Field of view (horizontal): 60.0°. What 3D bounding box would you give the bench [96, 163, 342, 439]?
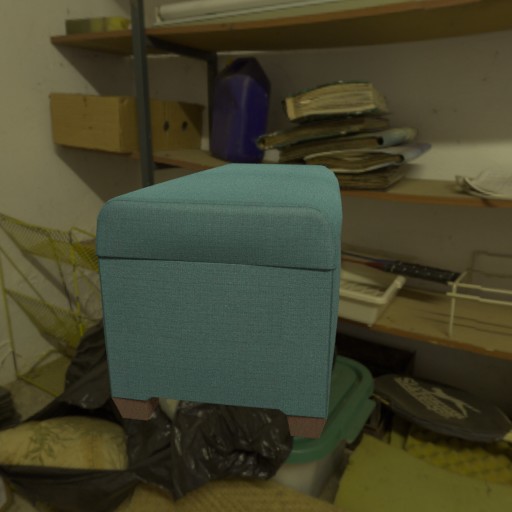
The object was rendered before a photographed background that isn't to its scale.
[{"bbox_3d":[0.000,0.000,1.278,0.476,0.474,0.995,3,16,9],"label":"bench"}]
